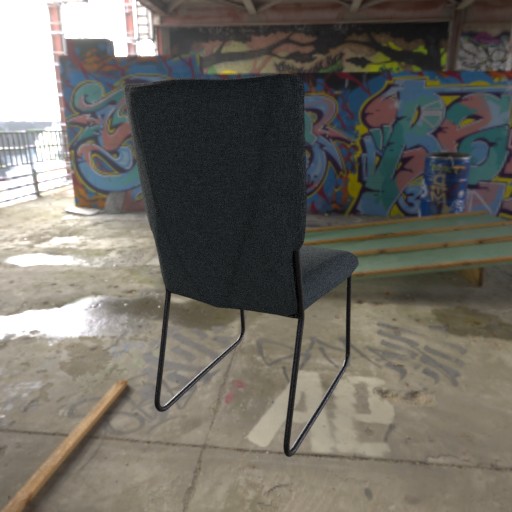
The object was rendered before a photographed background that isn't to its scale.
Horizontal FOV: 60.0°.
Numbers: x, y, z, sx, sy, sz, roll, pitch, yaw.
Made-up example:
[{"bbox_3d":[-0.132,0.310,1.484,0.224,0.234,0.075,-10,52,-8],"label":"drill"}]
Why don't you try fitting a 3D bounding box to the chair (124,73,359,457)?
[{"bbox_3d":[0.000,0.000,1.296,0.480,0.931,0.635,8,19,25],"label":"chair"}]
